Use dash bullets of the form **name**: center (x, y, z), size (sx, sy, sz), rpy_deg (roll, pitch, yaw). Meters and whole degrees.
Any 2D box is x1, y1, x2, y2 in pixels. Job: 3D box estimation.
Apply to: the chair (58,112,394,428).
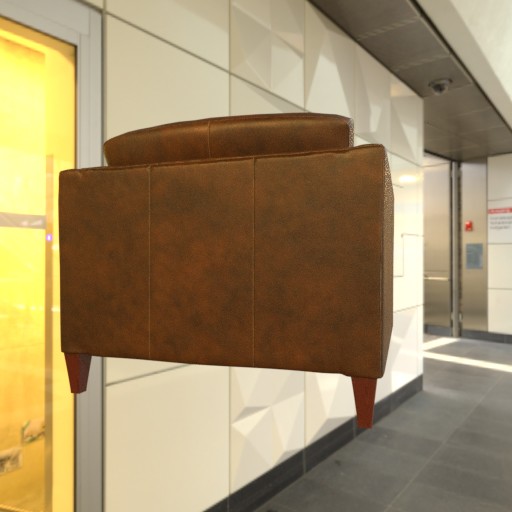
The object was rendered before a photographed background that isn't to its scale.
- **chair**: center (0.000, 0.000, 1.684), size (0.990, 0.864, 0.975), rpy_deg (0, 0, 19)
